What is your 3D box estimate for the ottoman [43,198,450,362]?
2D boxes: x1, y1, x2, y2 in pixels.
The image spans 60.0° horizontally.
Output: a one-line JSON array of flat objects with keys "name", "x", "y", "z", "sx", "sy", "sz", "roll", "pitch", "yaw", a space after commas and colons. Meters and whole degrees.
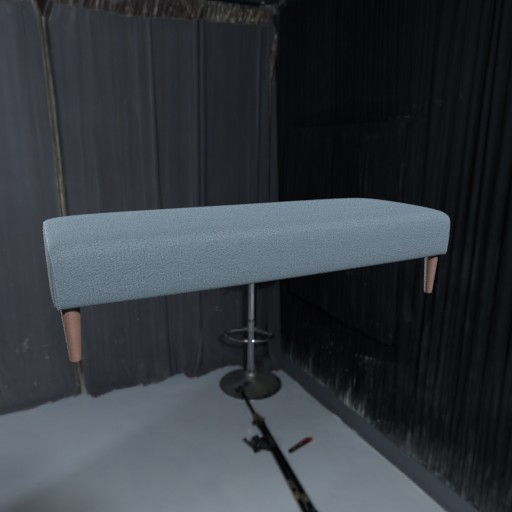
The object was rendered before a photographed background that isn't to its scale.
[{"name": "ottoman", "x": 0.000, "y": 0.000, "z": 1.888, "sx": 1.609, "sy": 0.393, "sz": 0.646, "roll": -7, "pitch": 15, "yaw": -26}]
